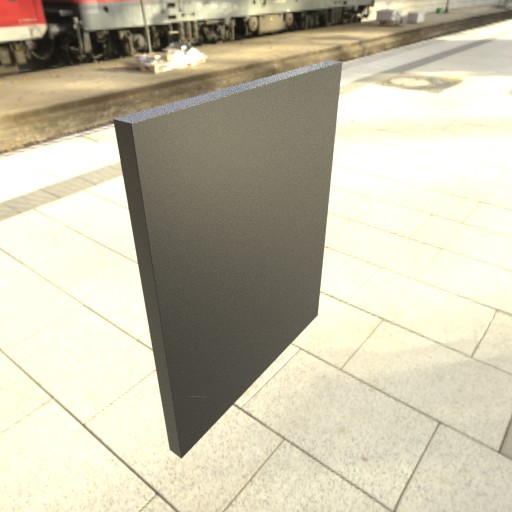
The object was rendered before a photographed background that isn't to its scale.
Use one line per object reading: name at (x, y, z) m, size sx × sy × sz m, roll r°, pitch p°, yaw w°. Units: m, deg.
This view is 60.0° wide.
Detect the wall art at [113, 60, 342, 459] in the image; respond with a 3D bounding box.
wall art at (0.000, 0.000, 0.752) m, size 0.028 × 0.557 × 0.457 m, roll 21°, pitch 38°, yaw 30°
